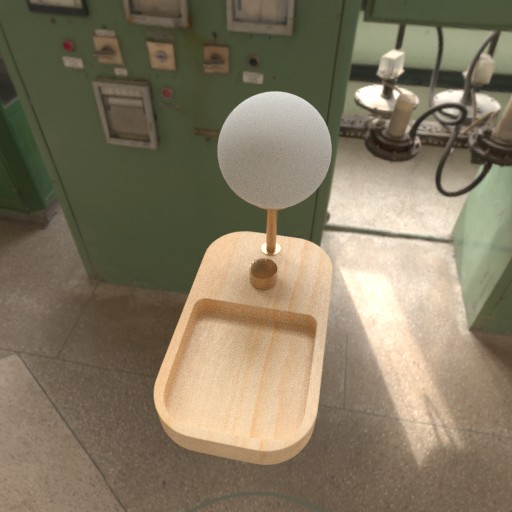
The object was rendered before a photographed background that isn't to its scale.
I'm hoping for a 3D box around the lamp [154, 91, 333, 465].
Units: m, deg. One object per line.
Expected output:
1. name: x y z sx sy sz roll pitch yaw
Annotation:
1. lamp: 0.000 0.000 0.469 0.173 0.253 0.331 8 47 8
